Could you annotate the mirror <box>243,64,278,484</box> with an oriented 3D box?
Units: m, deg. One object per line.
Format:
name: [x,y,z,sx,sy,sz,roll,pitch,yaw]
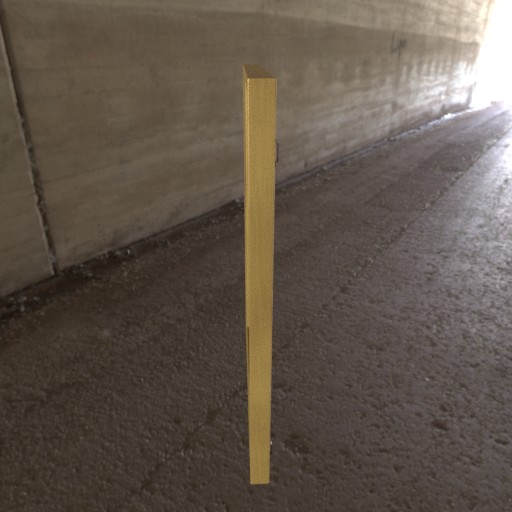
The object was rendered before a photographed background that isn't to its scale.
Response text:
mirror: [0.000,0.000,0.913,0.040,0.710,0.507,-1,25,-2]
